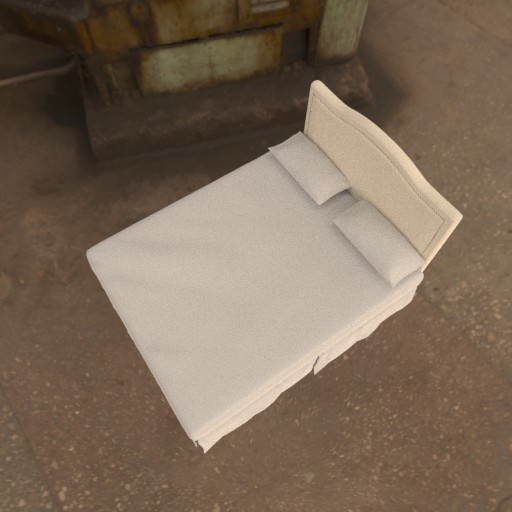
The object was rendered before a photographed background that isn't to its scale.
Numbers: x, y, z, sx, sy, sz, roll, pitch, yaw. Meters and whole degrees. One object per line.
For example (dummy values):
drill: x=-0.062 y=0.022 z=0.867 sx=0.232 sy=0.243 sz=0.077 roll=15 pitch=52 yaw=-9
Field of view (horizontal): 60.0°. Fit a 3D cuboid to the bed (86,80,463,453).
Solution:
bed: x=0.000 y=0.000 z=3.741 sx=2.477 sy=1.437 sz=1.977 roll=-31 pitch=67 yaw=-15
